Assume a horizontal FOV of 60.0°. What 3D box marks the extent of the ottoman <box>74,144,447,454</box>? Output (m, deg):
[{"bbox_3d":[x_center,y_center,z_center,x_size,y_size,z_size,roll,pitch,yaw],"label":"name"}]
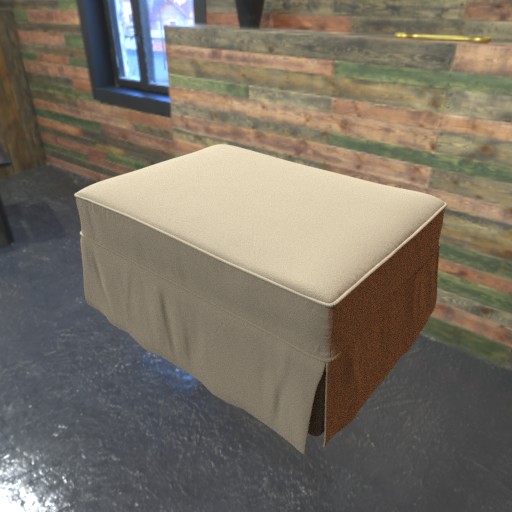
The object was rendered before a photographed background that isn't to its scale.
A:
[{"bbox_3d":[0.000,0.000,1.370,0.959,0.482,0.721,22,37,33],"label":"ottoman"}]
